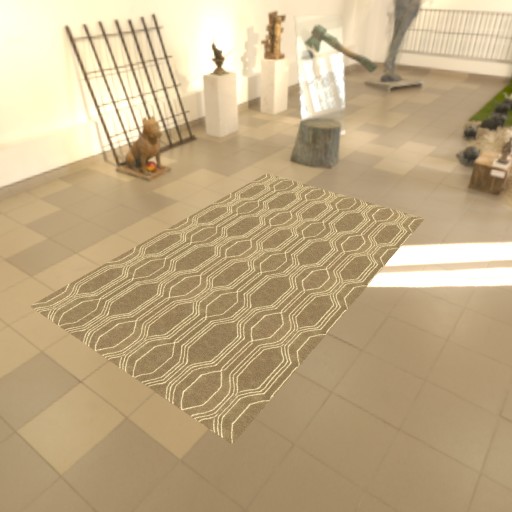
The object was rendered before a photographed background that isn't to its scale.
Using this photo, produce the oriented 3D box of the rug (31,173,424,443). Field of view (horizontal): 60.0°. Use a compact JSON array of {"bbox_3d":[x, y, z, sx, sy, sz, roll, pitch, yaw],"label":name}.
[{"bbox_3d":[0.000,0.000,3.090,1.541,0.012,2.457,22,39,29],"label":"rug"}]
